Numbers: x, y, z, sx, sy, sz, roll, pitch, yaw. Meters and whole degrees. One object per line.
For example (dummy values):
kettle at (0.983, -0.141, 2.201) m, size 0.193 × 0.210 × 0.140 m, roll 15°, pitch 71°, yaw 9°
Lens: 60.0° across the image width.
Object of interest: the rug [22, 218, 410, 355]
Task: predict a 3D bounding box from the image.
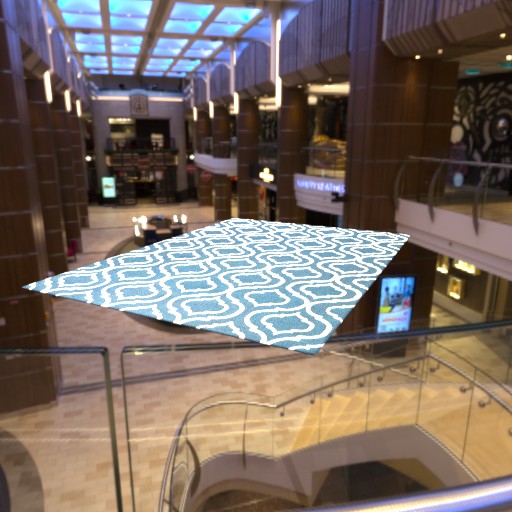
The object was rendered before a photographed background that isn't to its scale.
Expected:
rug at (0.000, 0.000, 4.390) m, size 2.438 × 0.010 × 3.353 m, roll 8°, pitch 17°, yaw 26°
